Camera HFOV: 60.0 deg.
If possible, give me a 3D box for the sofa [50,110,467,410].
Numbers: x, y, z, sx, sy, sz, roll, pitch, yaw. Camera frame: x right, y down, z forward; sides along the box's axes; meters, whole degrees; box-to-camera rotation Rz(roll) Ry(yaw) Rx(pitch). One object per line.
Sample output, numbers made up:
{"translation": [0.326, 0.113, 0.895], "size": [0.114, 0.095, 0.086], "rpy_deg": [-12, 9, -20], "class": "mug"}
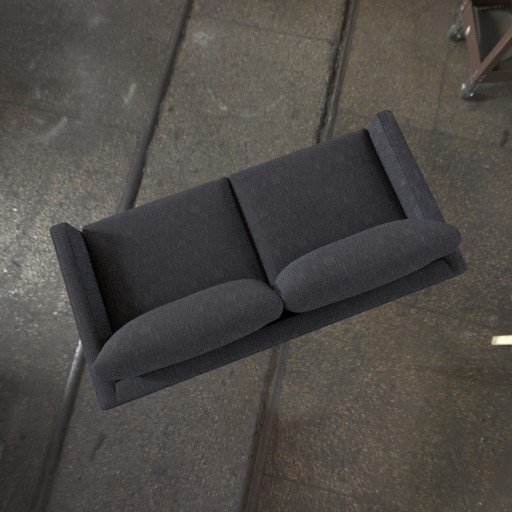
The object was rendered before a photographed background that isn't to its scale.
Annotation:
{"translation": [0.000, 0.000, 2.157], "size": [1.716, 0.862, 0.866], "rpy_deg": [-20, 78, -4], "class": "sofa"}
